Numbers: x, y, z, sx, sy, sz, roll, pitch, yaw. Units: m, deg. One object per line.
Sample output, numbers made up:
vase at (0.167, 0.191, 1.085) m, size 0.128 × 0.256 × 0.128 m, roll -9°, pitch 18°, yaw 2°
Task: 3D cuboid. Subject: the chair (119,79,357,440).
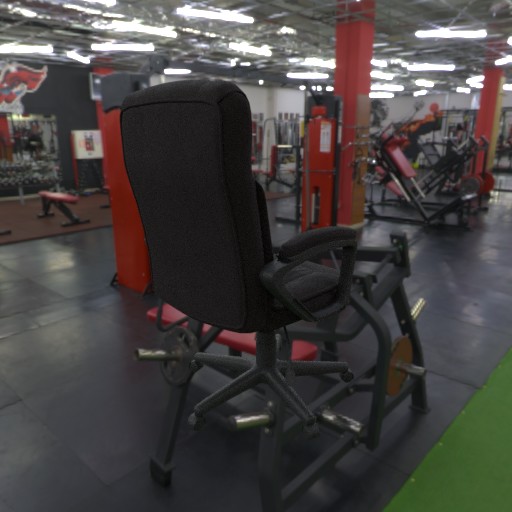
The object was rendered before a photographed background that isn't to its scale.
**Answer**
chair at (0.000, 0.000, 1.559) m, size 0.667 × 1.105 × 0.724 m, roll 15°, pitch 21°, yaw 43°
